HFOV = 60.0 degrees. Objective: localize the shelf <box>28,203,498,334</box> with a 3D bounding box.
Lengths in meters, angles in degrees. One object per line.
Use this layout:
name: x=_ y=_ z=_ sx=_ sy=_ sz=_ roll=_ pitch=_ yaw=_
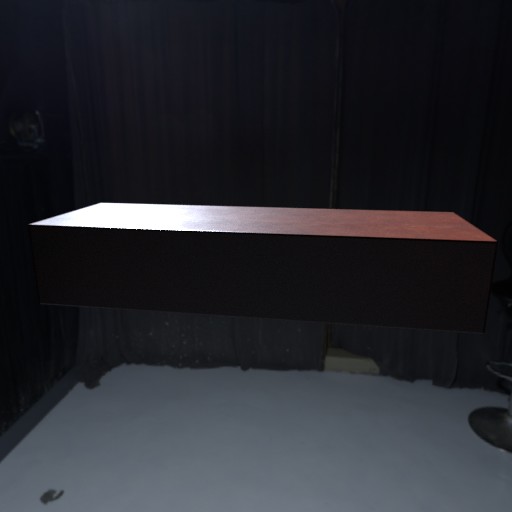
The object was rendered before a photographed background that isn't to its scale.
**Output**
shelf: x=0.000 y=0.000 z=0.510 sx=0.457 sy=0.088 sz=0.152 roll=3 pitch=16 yaw=9
